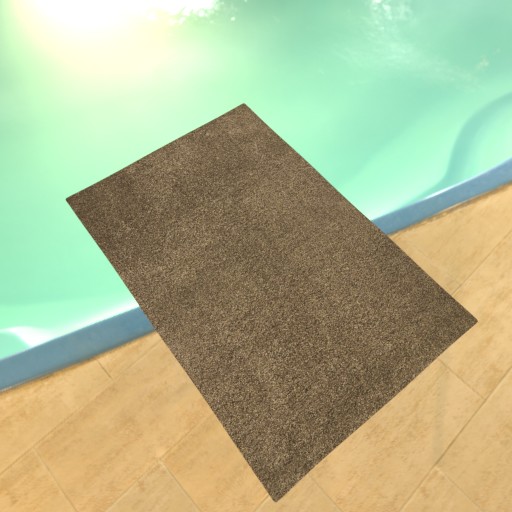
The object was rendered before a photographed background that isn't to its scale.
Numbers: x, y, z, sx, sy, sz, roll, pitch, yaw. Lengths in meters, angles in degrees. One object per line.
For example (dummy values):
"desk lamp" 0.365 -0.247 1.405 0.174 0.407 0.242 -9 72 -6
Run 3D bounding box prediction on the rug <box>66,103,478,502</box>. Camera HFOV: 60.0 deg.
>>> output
"rug" 0.000 0.000 3.318 1.802 0.026 2.699 -34 66 -17
